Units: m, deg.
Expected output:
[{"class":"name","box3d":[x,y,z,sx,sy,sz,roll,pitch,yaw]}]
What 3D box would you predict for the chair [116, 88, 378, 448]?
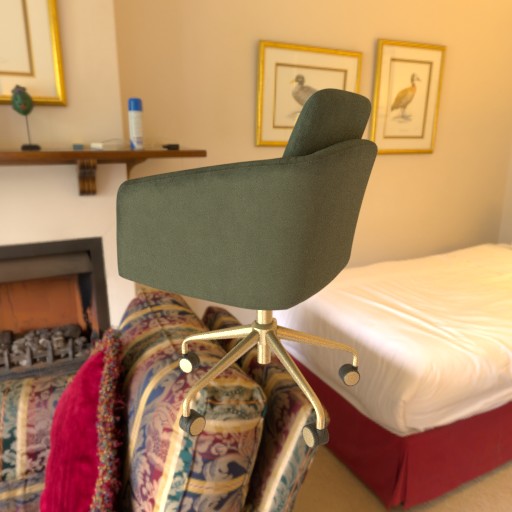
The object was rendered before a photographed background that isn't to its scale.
[{"class":"chair","box3d":[0.000,0.000,1.343,0.635,0.908,0.641,8,17,25]}]
